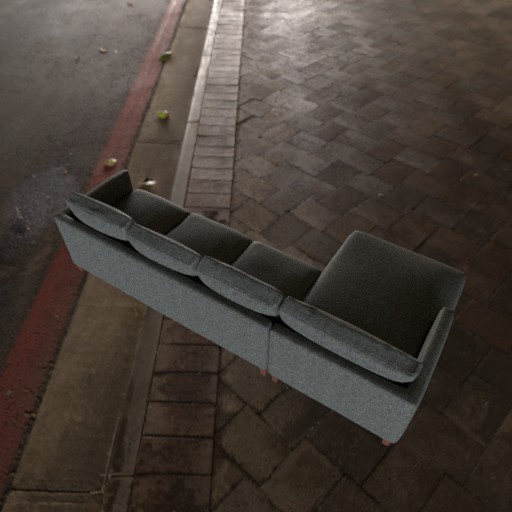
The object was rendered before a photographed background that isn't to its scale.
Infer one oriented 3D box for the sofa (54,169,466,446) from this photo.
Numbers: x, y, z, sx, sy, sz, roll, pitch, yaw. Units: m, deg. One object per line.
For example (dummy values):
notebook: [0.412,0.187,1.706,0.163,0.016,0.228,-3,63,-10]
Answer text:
sofa: [0.000,0.000,4.110,3.485,0.960,1.635,25,51,22]
